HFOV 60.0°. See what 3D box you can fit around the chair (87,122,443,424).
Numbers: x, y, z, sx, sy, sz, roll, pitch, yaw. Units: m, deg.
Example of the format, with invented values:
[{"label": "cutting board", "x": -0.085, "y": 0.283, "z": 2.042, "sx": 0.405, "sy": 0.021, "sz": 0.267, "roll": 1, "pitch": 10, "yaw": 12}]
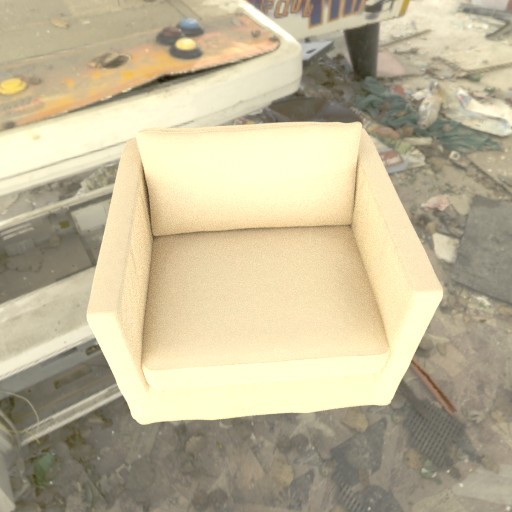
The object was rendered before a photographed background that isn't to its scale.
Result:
[{"label": "chair", "x": 0.000, "y": 0.000, "z": 1.757, "sx": 1.057, "sy": 0.851, "sz": 0.947, "roll": -3, "pitch": 47, "yaw": -3}]
